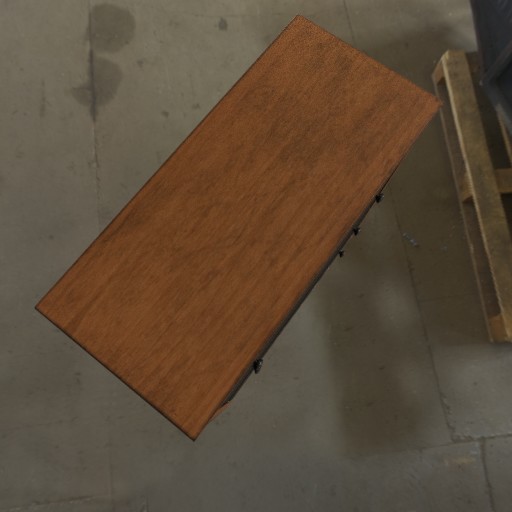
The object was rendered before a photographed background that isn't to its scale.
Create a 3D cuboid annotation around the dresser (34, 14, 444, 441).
[{"bbox_3d":[0.000,0.000,1.890,0.591,1.224,1.250,36,77,9],"label":"dresser"}]
